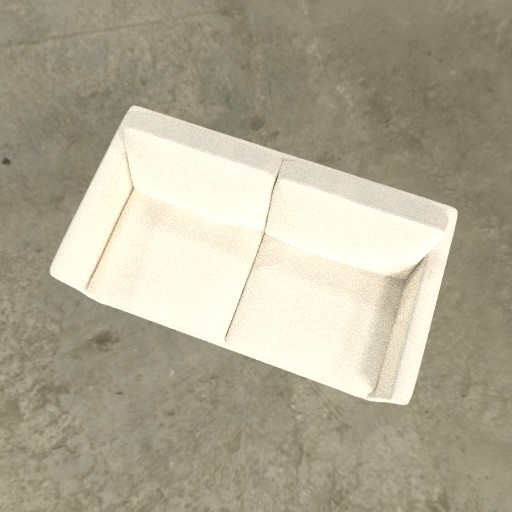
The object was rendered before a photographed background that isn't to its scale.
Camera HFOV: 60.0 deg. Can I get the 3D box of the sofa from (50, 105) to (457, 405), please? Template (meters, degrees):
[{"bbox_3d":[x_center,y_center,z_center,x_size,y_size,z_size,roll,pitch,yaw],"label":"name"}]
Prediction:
[{"bbox_3d":[0.000,0.000,2.259,1.702,0.888,0.964,19,75,5],"label":"sofa"}]
